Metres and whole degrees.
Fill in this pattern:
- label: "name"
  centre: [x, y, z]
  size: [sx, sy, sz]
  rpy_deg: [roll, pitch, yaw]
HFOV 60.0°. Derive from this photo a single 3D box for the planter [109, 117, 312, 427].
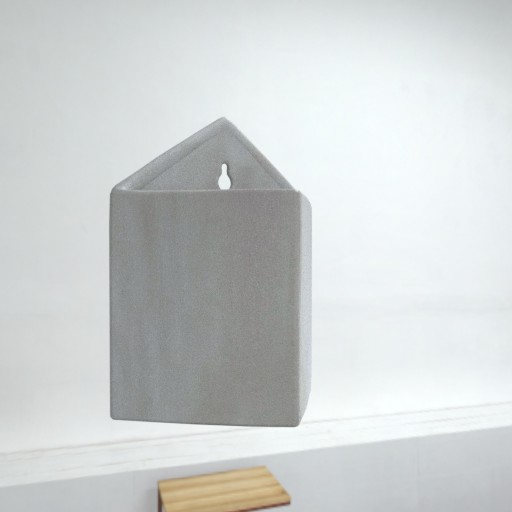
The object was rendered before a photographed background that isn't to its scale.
- label: "planter"
  centre: [0.000, 0.000, 0.282]
  size: [0.163, 0.194, 0.080]
  rpy_deg: [-1, 1, -37]
